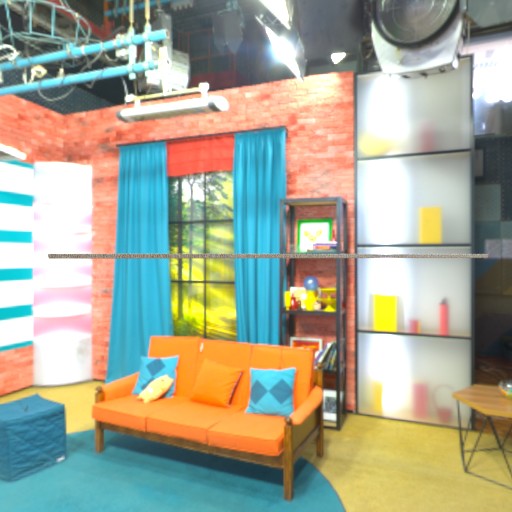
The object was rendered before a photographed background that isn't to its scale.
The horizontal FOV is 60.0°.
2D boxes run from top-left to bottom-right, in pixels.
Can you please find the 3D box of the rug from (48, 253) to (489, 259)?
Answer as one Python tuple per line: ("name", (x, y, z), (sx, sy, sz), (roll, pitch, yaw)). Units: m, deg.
("rug", (0.000, 0.000, 3.415), (2.699, 0.025, 1.800), (0, 0, -18))
